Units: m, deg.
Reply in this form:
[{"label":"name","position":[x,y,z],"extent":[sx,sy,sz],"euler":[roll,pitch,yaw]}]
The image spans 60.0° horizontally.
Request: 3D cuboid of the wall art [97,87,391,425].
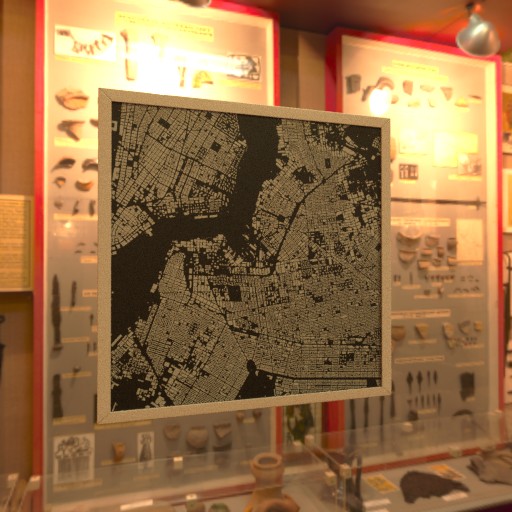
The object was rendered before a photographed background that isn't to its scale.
[{"label":"wall art","position":[0.000,0.000,1.133],"extent":[0.761,0.762,0.050],"euler":[0,-1,-17]}]
